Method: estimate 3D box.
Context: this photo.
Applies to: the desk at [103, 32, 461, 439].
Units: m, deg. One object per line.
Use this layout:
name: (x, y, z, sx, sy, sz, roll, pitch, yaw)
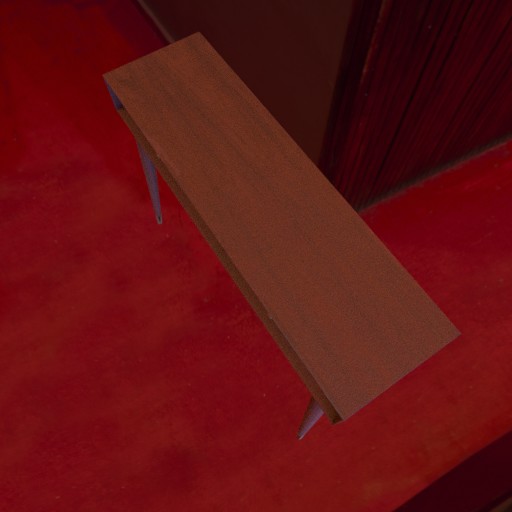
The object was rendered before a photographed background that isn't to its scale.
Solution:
desk: (0.000, 0.000, 1.614, 0.384, 0.917, 1.204, -31, 69, -13)
